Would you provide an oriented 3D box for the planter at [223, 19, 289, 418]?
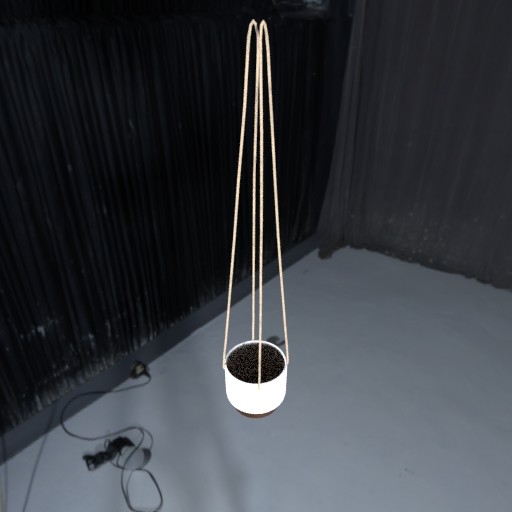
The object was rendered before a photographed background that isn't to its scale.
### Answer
[{"bbox_3d":[0.000,0.000,0.891,0.146,0.841,0.146,23,38,33],"label":"planter"}]
